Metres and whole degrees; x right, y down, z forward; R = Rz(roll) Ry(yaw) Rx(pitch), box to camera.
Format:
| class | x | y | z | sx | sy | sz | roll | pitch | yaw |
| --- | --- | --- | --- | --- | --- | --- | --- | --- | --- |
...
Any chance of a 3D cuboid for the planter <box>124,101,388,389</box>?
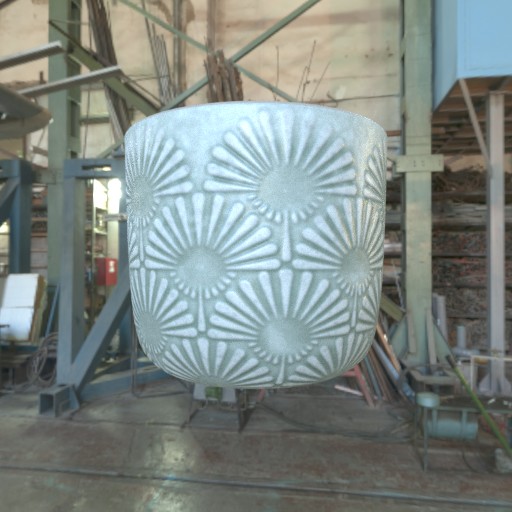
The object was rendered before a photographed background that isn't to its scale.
| class | x | y | z | sx | sy | sz | roll | pitch | yaw |
| --- | --- | --- | --- | --- | --- | --- | --- | --- | --- |
| planter | 0.000 | 0.000 | 0.217 | 0.124 | 0.109 | 0.124 | 0 | -1 | 0 |
